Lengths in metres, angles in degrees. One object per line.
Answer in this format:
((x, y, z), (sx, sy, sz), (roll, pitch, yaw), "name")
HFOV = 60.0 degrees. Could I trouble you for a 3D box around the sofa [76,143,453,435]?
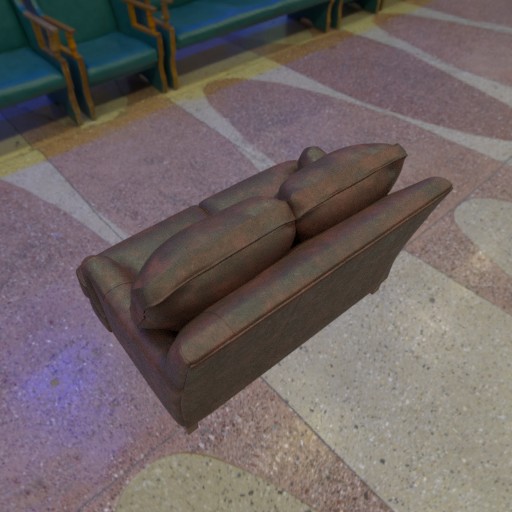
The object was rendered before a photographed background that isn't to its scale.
((0.000, 0.000, 2.386), (1.628, 1.070, 1.148), (-31, 54, -26), "sofa")
